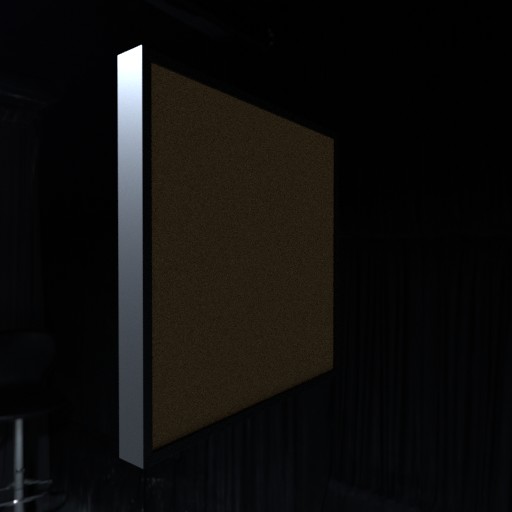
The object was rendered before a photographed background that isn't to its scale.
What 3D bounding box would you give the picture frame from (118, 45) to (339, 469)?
[{"bbox_3d":[0.000,0.000,0.466,0.030,0.317,0.317,1,1,37],"label":"picture frame"}]
